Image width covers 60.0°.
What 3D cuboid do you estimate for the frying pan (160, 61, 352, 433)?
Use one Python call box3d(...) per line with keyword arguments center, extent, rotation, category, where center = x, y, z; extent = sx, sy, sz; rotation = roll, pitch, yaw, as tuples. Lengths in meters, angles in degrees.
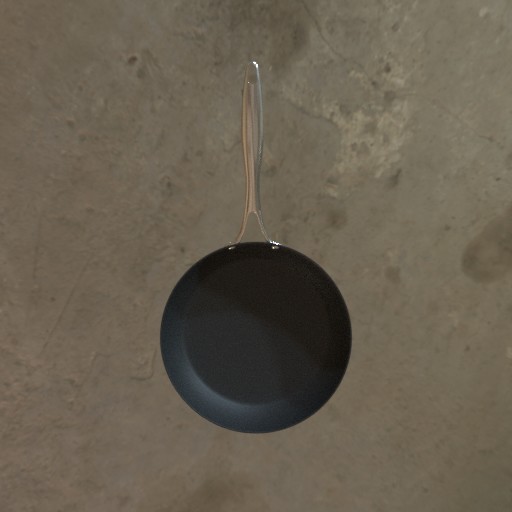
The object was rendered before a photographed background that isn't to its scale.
box3d(center=(0.000, 0.000, 0.586), extent=(0.255, 0.105, 0.472), rotation=(0, 90, 0), category="frying pan")
